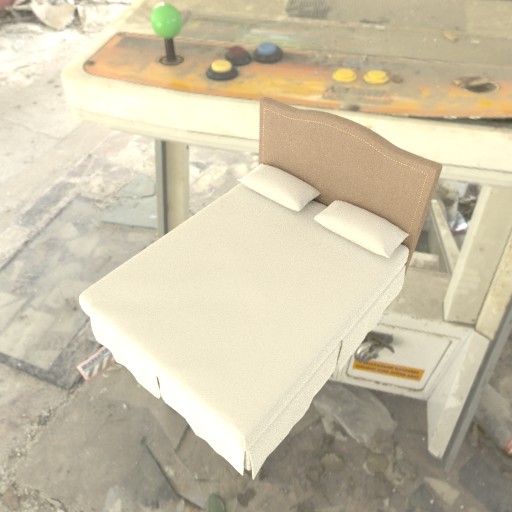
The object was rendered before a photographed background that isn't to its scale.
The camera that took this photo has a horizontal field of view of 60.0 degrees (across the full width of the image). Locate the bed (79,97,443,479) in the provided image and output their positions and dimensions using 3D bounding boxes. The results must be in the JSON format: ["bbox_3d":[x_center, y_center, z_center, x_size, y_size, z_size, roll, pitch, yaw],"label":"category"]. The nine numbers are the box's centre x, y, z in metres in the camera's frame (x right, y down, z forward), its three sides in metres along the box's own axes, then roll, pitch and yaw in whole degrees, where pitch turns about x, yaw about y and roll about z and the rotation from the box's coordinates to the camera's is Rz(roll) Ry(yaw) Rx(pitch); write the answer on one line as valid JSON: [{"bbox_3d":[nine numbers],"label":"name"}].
[{"bbox_3d":[0.000,0.000,3.482,1.821,1.436,2.282,31,53,27],"label":"bed"}]
